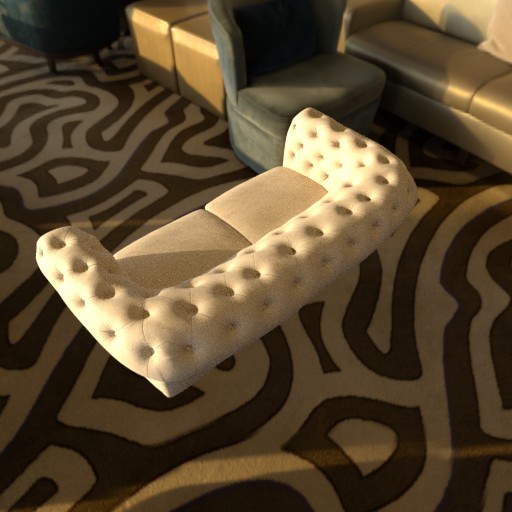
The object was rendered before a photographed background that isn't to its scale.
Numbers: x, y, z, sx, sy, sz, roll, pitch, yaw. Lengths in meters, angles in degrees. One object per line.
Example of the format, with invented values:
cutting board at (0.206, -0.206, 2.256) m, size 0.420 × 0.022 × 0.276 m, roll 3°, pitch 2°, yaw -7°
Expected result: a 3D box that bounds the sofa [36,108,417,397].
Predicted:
sofa at (0.000, 0.000, 2.544) m, size 1.988 × 0.835 × 1.069 m, roll -33°, pitch 55°, yaw -27°
